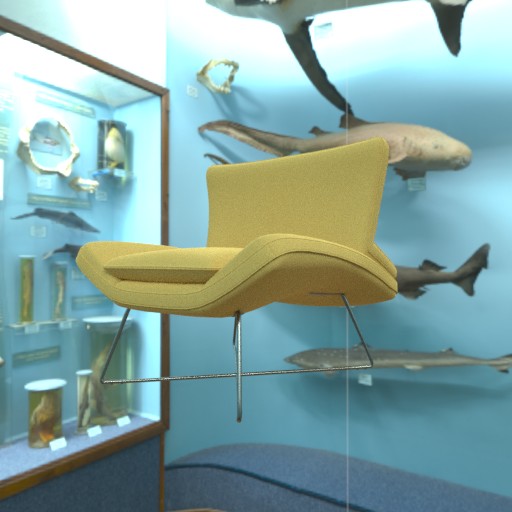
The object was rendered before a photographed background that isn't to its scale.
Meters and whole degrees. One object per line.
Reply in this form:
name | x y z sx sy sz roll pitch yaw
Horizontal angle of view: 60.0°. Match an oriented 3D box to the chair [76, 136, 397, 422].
chair | 0.000 0.000 1.664 0.859 0.855 1.008 0 -1 37
